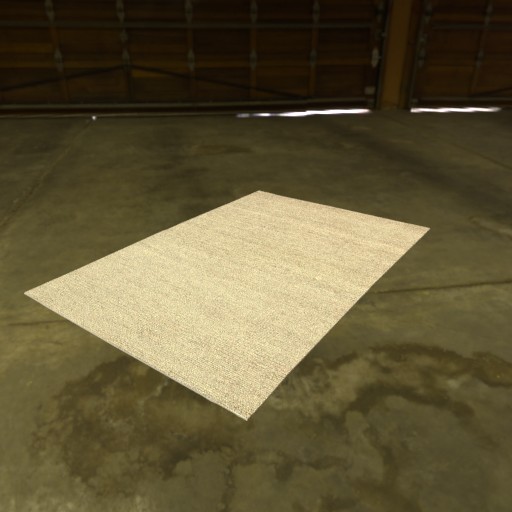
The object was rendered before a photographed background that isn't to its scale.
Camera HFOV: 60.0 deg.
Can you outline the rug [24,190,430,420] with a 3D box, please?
[{"bbox_3d":[0.000,0.000,2.965,1.609,0.030,2.342,18,32,32],"label":"rug"}]
